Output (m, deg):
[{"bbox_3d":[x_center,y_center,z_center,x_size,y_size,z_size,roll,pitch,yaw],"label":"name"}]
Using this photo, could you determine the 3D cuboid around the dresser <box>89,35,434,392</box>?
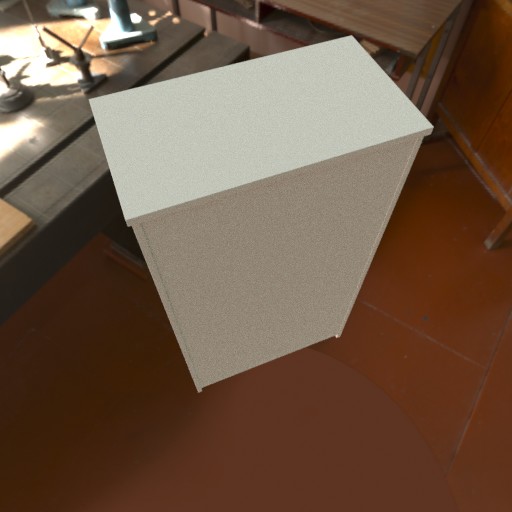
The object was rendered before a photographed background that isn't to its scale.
[{"bbox_3d":[0.000,0.000,1.557,0.704,1.255,0.399,-19,60,-11],"label":"dresser"}]
